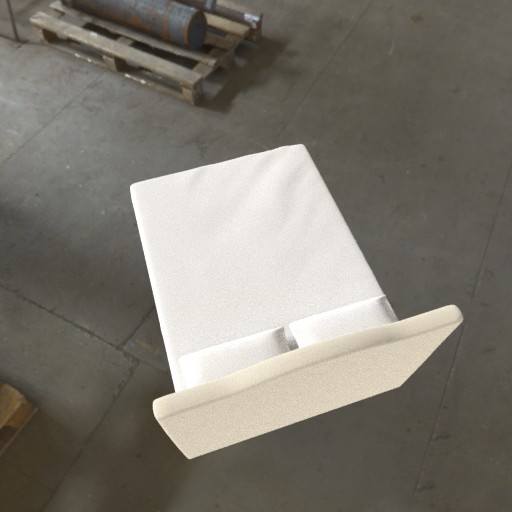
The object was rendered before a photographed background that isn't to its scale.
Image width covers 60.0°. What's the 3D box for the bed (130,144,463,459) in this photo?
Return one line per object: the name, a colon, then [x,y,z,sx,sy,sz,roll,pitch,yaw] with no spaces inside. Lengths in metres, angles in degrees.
bed: [0.000,0.000,3.308,1.741,1.449,2.196,-15,59,-9]
